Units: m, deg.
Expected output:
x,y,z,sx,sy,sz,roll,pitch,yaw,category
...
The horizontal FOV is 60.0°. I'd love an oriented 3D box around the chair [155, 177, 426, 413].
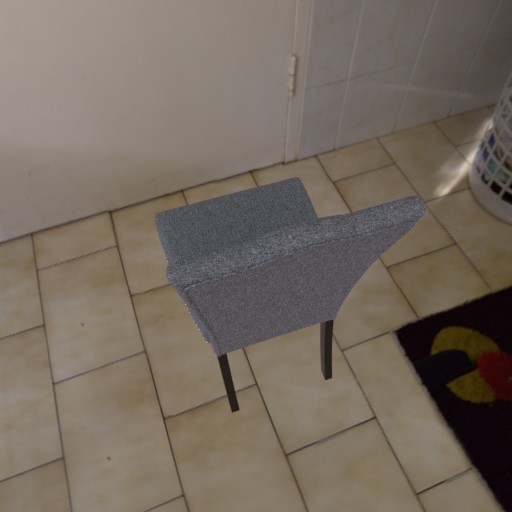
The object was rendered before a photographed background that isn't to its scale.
x,y,z,sx,sy,sz,roll,pitch,yaw,category
0.000,0.000,1.296,0.518,0.946,0.589,-16,59,-10,chair
